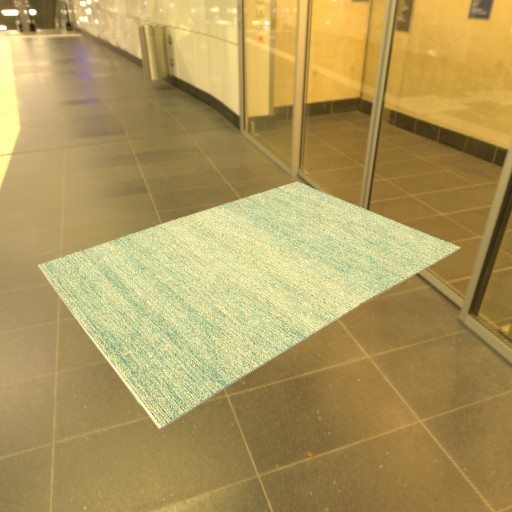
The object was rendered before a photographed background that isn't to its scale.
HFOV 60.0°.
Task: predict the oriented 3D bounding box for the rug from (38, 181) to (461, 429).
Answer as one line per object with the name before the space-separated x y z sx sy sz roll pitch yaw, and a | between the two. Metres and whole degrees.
rug | 0.000 0.000 2.917 2.305 0.029 1.593 -23 38 -33
